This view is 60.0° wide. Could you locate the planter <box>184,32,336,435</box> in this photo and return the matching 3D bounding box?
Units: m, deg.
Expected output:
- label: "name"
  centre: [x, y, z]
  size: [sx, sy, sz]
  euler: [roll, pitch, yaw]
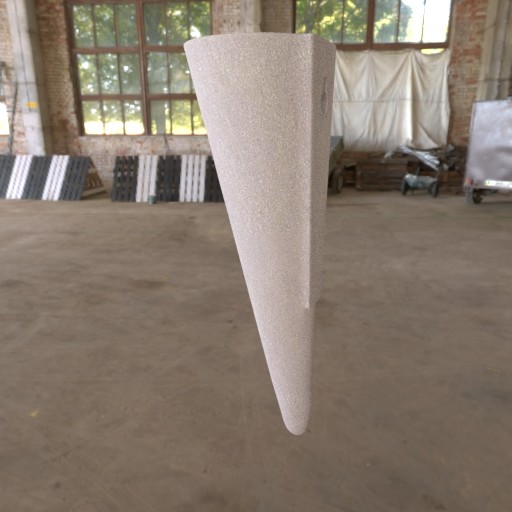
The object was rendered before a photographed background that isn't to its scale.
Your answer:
- label: "planter"
  centre: [0.000, 0.000, 0.298]
  size: [0.087, 0.259, 0.078]
  euler: [8, 18, 24]
